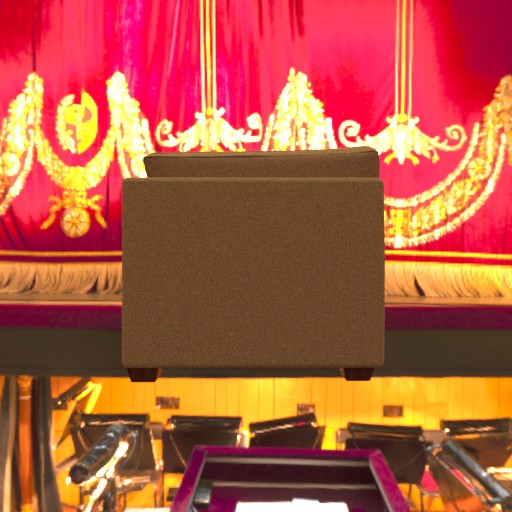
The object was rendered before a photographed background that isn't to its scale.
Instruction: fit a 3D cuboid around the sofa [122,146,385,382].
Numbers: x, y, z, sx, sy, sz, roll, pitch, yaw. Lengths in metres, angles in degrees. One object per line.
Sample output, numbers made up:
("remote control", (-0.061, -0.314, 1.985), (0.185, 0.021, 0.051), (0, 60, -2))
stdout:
("sofa", (0.000, 0.000, 2.877), (1.110, 1.033, 2.237), (0, 0, 0))
